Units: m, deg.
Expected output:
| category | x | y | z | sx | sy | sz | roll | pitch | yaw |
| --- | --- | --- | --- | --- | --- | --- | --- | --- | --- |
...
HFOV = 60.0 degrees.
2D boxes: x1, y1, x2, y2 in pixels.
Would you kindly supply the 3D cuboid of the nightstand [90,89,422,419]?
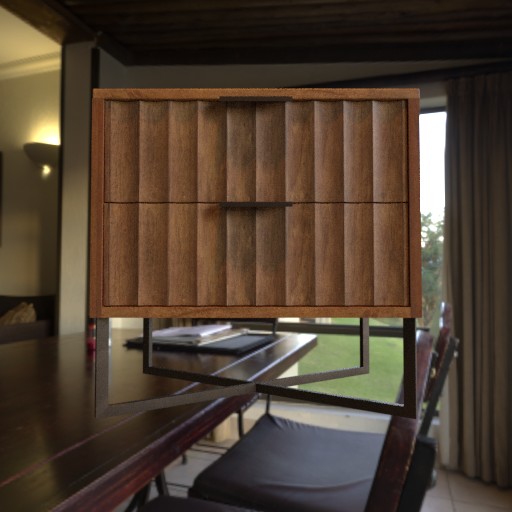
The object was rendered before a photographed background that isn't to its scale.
| category | x | y | z | sx | sy | sz | roll | pitch | yaw |
| --- | --- | --- | --- | --- | --- | --- | --- | --- | --- |
| nightstand | 0.000 | 0.000 | 1.018 | 0.613 | 0.615 | 0.427 | 0 | -2 | 0 |
